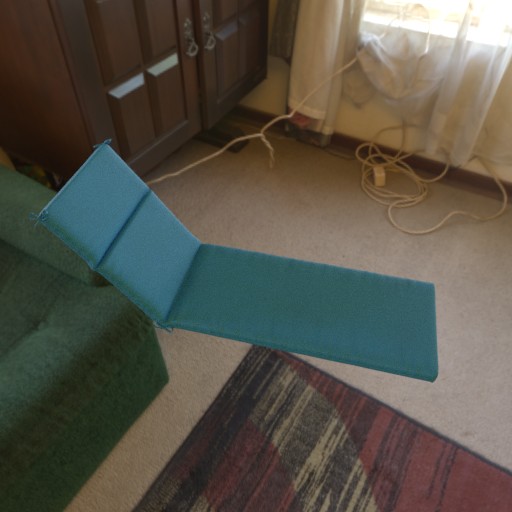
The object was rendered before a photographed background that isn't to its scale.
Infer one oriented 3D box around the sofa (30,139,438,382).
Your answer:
[{"bbox_3d":[0.000,0.000,1.932,1.663,0.622,0.582,10,47,9],"label":"sofa"}]
